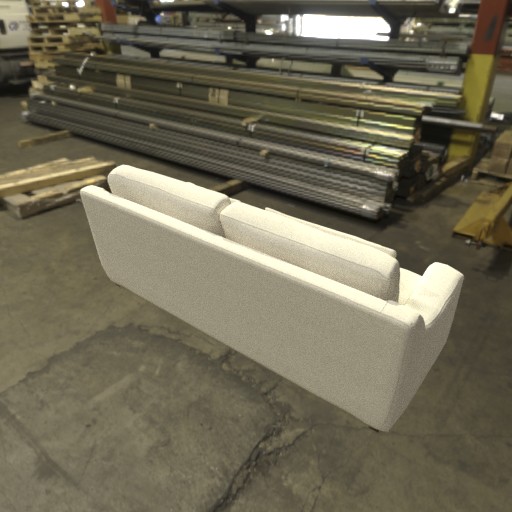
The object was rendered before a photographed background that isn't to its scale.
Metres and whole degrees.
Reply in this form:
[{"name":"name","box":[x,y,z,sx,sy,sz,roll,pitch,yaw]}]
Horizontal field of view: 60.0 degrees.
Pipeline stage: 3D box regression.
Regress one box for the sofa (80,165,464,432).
[{"name":"sofa","box":[0.000,0.000,3.026,2.470,1.022,1.009,22,37,32]}]
